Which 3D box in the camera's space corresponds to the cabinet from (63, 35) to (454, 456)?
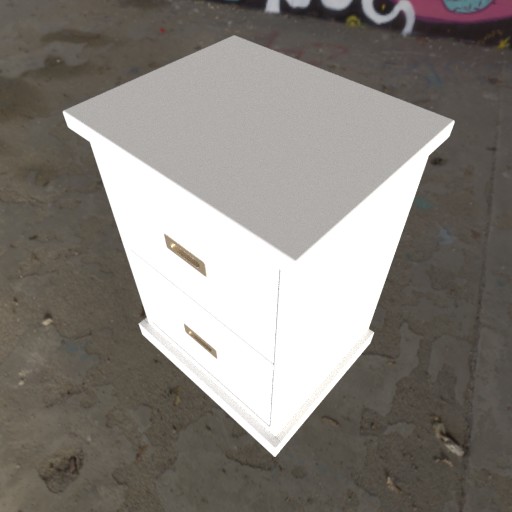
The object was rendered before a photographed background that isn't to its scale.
[{"bbox_3d":[0.000,0.000,1.027,0.520,0.723,0.431,34,57,27],"label":"cabinet"}]
